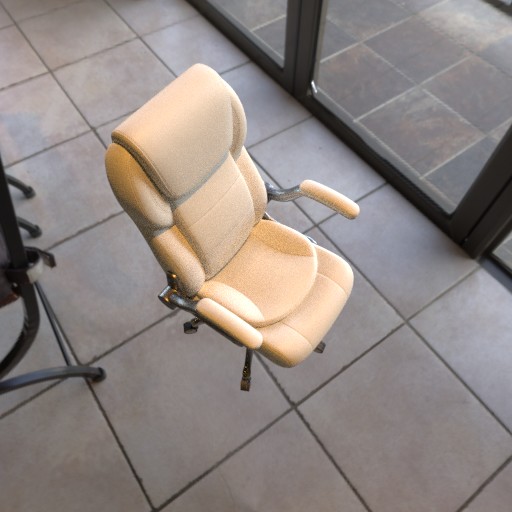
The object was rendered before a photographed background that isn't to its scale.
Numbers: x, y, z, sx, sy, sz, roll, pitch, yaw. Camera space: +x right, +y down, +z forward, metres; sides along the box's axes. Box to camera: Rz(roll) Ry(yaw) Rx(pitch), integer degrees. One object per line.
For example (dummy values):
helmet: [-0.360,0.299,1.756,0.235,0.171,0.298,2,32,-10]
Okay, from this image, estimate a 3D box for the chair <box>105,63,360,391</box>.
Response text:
chair: [0.000,0.000,1.847,0.806,1.330,0.755,32,65,17]
